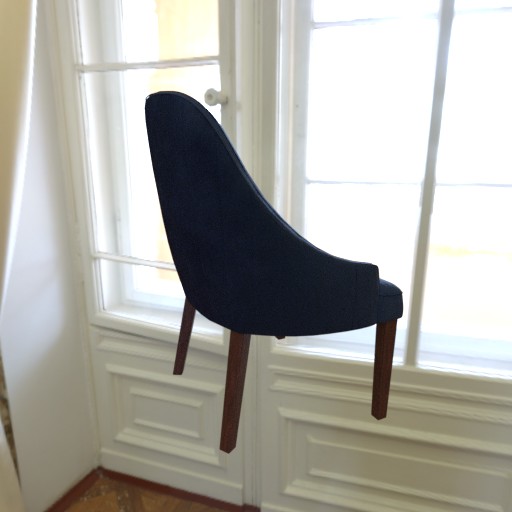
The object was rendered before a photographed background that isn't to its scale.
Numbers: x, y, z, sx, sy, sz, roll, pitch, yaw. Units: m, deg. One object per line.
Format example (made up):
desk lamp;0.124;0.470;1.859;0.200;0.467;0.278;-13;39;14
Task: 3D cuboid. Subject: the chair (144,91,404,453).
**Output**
chair;0.000;0.000;1.301;0.575;0.889;0.643;-8;18;-26
